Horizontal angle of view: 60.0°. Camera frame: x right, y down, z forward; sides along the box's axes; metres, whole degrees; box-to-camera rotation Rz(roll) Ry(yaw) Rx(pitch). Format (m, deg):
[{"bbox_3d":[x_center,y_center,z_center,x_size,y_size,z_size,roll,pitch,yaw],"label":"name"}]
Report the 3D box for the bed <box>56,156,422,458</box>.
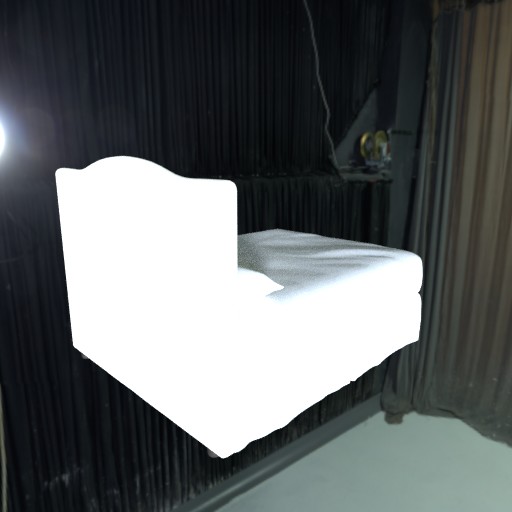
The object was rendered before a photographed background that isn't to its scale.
[{"bbox_3d":[0.000,0.000,3.270,2.143,1.460,1.753,-13,19,-43],"label":"bed"}]
